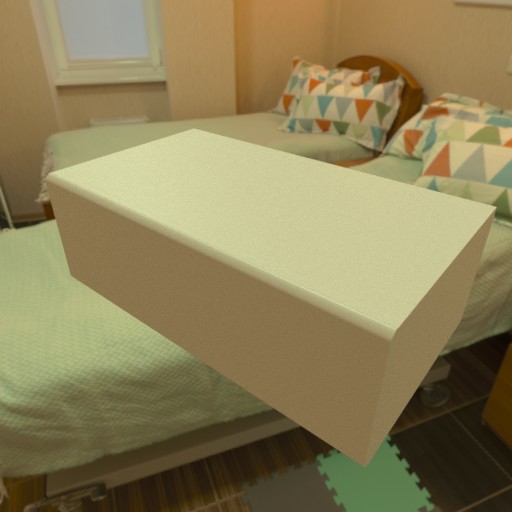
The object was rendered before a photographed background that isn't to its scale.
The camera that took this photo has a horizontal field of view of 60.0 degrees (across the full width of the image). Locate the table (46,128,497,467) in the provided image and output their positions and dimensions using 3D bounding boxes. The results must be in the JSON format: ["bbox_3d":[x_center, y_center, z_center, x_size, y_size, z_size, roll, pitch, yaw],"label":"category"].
[{"bbox_3d":[0.000,0.000,1.341,1.097,0.442,0.639,23,39,32],"label":"table"}]
